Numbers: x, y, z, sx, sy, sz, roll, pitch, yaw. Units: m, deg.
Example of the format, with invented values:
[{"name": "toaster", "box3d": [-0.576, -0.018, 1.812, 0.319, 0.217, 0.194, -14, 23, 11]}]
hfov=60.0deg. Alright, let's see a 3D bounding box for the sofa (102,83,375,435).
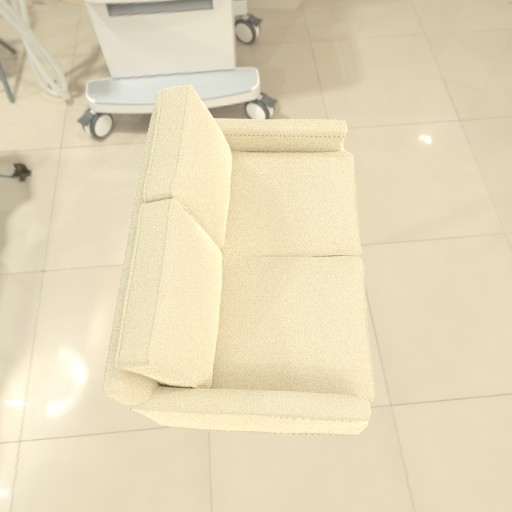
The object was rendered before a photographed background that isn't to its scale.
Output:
[{"name": "sofa", "box3d": [0.000, 0.000, 2.225, 1.084, 1.003, 1.597, 2, 63, 1]}]
